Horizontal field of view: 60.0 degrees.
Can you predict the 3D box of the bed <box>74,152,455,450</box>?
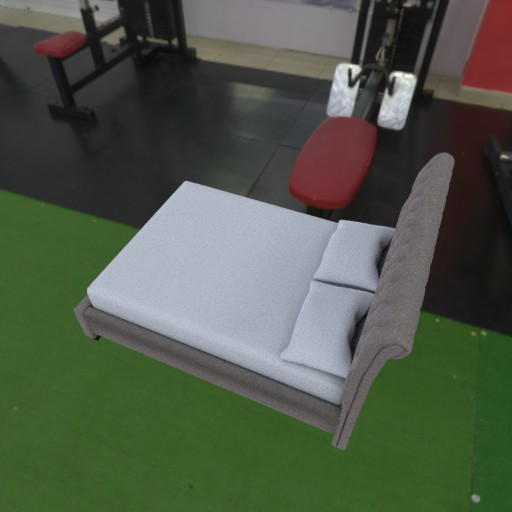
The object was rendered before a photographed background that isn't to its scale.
[{"bbox_3d":[0.000,0.000,3.282,2.252,1.371,1.645,18,49,16],"label":"bed"}]
